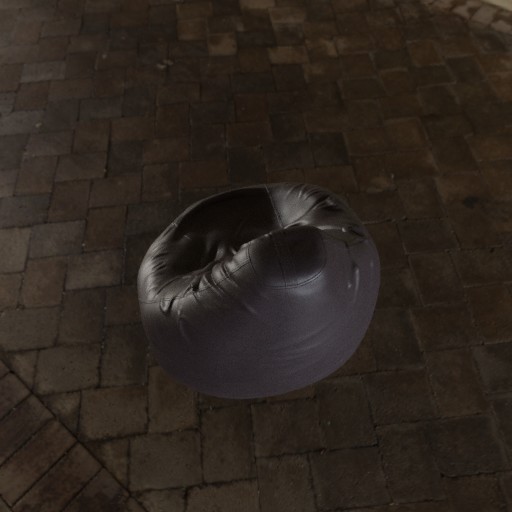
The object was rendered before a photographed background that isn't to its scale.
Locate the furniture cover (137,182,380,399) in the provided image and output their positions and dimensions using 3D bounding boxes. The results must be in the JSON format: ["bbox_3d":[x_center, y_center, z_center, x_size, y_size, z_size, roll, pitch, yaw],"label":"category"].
[{"bbox_3d":[0.000,0.000,1.903,1.070,0.990,1.070,-16,59,-10],"label":"furniture cover"}]
